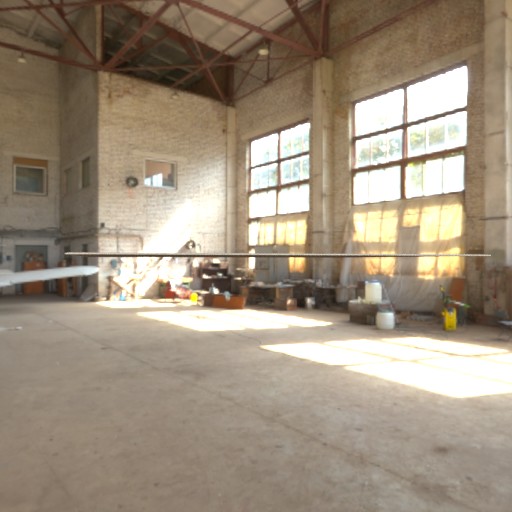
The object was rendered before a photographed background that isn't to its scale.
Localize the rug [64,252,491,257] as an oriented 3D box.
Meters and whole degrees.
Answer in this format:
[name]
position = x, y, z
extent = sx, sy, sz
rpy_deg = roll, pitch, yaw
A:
[rug]
position = 0.000, 0.000, 4.018
extent = 2.980, 0.012, 2.363
rpy_deg = 0, -1, -18
